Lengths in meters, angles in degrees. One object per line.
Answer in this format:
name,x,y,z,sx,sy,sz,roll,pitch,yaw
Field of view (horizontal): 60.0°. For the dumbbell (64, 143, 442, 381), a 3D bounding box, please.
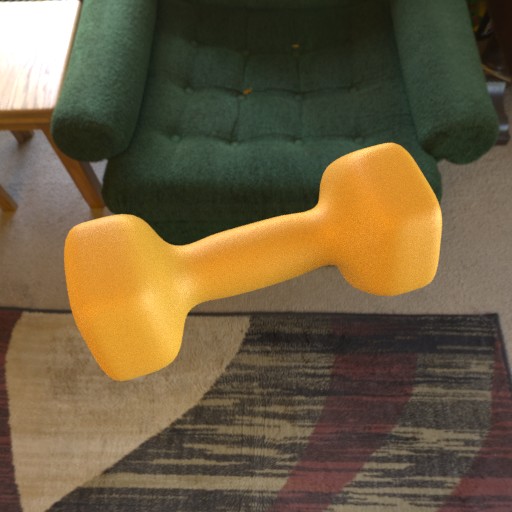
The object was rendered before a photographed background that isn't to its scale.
dumbbell,0.000,0.000,0.244,0.190,0.082,0.090,-16,65,-7
